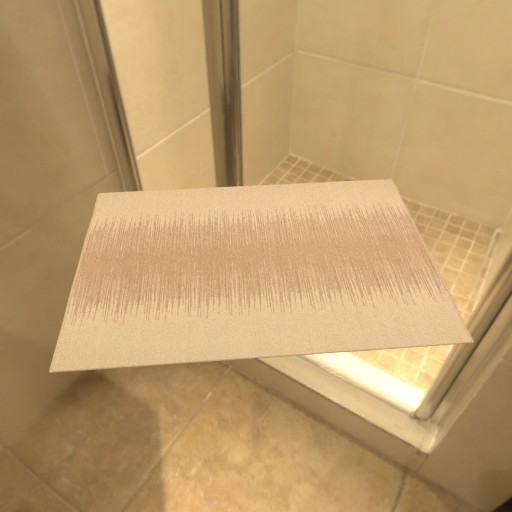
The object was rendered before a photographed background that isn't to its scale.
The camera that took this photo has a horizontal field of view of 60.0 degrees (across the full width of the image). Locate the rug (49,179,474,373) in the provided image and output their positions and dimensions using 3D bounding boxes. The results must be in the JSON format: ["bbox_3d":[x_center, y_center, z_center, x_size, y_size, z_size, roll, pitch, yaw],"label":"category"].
[{"bbox_3d":[0.000,0.000,2.344,1.850,0.006,1.234,-3,45,-3],"label":"rug"}]
